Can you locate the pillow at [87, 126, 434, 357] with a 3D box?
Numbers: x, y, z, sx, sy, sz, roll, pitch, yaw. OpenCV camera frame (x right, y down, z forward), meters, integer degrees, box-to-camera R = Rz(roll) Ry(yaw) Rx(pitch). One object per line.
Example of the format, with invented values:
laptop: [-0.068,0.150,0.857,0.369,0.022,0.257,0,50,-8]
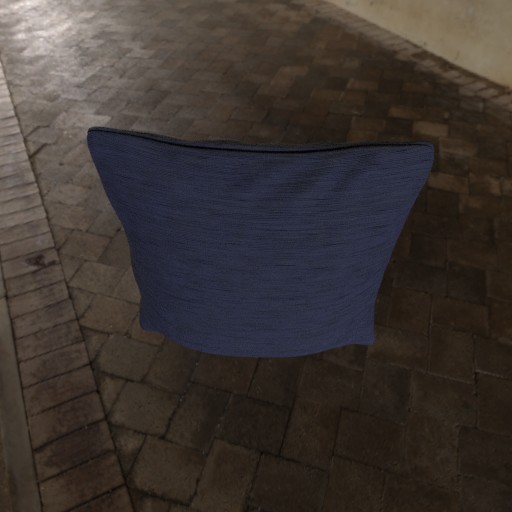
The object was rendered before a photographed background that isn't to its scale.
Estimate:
pillow: [0.000,0.000,0.681,0.432,0.414,0.246,3,45,3]
